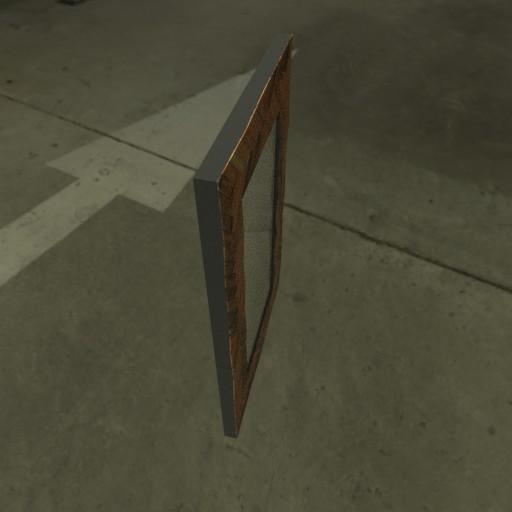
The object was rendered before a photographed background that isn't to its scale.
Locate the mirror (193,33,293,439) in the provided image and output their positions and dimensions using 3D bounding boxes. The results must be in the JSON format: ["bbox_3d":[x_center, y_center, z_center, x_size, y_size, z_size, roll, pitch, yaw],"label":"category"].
[{"bbox_3d":[0.000,0.000,1.175,0.044,0.912,0.606,10,46,9],"label":"mirror"}]
